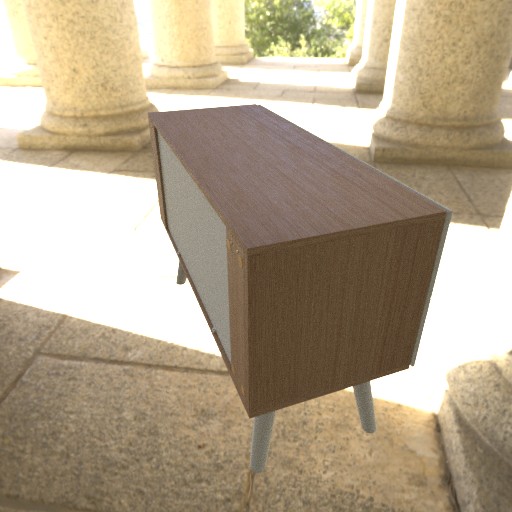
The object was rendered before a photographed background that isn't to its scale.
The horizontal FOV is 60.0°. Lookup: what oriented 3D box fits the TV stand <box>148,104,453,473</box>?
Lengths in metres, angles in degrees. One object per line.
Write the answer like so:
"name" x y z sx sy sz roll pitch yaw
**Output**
"TV stand" 0.000 0.000 1.325 0.407 0.660 0.991 -11 32 -18
